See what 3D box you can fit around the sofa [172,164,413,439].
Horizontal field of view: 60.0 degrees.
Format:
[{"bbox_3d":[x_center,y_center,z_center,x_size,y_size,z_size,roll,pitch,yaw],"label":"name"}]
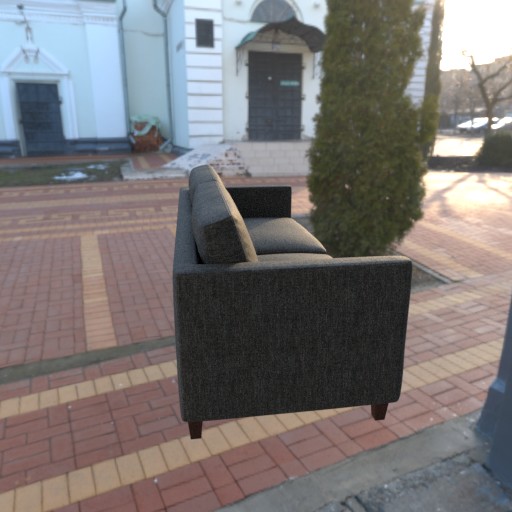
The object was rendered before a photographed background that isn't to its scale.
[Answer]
[{"bbox_3d":[0.000,0.000,2.740,0.948,0.960,2.208,-3,17,-8],"label":"sofa"}]
